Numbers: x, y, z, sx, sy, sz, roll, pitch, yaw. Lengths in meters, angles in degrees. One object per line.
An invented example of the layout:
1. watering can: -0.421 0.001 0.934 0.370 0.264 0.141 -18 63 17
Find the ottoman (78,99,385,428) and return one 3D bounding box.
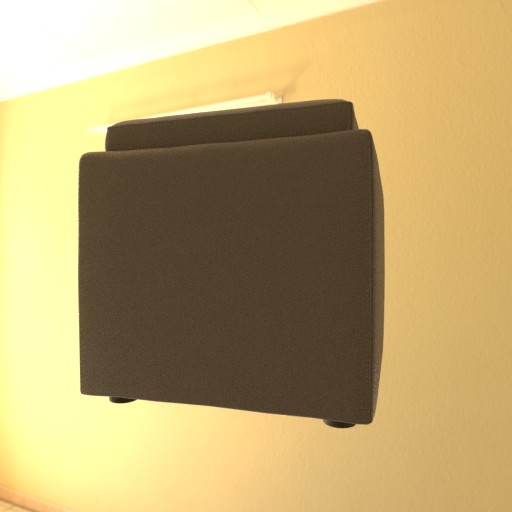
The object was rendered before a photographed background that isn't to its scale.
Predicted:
1. ottoman: 0.000 0.000 0.818 0.451 0.460 0.450 0 0 17
